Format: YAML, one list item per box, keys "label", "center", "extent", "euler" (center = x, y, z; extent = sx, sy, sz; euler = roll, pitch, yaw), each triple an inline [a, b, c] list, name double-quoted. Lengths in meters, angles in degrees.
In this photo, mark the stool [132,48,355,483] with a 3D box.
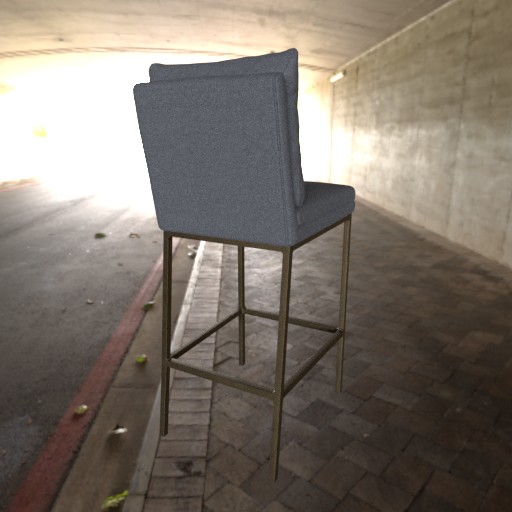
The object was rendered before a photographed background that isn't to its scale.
- label: "stool"
  center: [0.000, 0.000, 1.410]
  extent: [0.463, 1.130, 0.569]
  euler: [8, 17, 28]
